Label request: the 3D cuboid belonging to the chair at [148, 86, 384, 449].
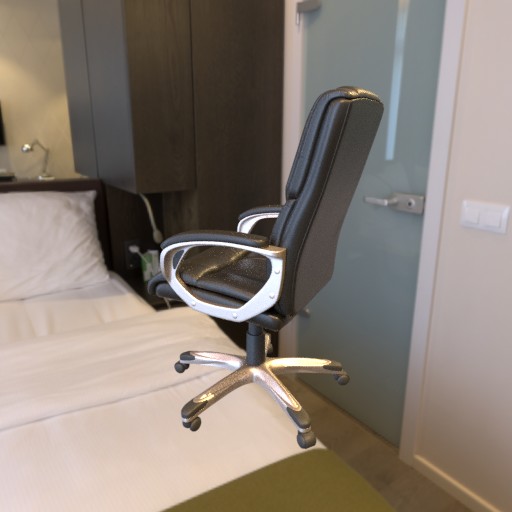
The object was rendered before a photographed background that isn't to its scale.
[{"bbox_3d":[0.000,0.000,1.647,0.780,1.145,0.700,8,18,25],"label":"chair"}]
